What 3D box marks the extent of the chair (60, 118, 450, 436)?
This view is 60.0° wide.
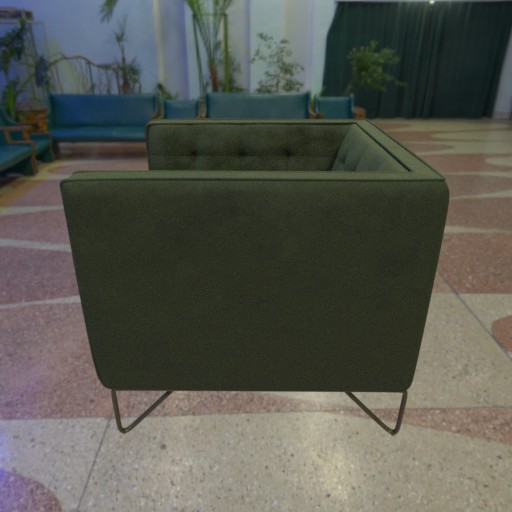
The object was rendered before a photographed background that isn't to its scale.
[{"bbox_3d":[0.000,0.000,1.518,0.894,0.790,0.880,0,26,1],"label":"chair"}]
